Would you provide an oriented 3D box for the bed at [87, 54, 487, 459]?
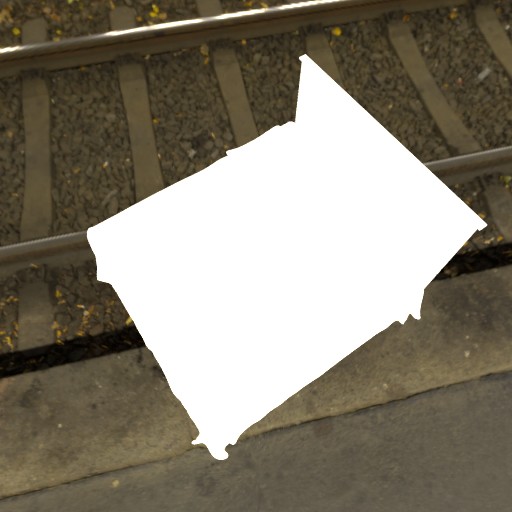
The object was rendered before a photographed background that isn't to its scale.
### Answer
[{"bbox_3d":[0.000,0.000,3.065,2.047,1.269,1.876,-32,68,-15],"label":"bed"}]
